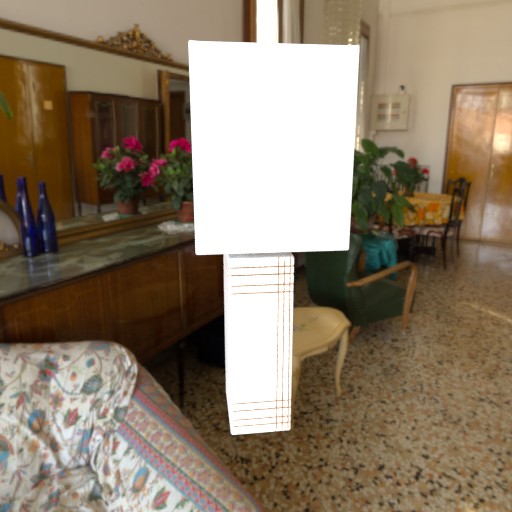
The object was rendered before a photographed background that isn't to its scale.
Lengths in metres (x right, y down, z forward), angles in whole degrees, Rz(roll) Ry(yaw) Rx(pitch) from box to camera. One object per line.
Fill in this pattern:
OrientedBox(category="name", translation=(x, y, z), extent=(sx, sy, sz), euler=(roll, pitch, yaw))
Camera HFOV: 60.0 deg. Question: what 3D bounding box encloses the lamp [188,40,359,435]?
OrientedBox(category="lamp", translation=(0.000, 0.000, 0.688), extent=(0.182, 0.543, 0.334), euler=(-2, 14, -7))
